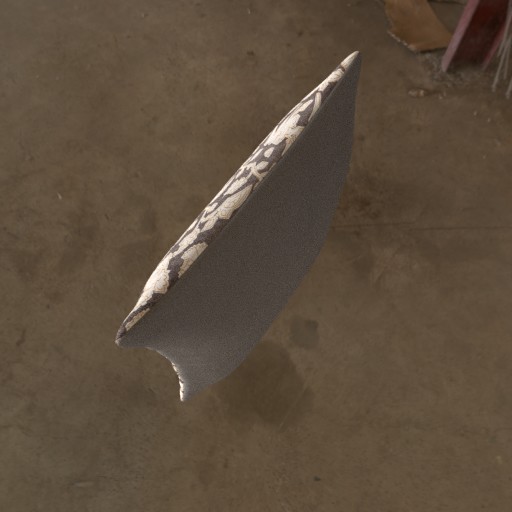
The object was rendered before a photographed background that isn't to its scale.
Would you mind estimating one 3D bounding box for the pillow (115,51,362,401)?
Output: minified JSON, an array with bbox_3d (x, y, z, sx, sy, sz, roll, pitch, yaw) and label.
[{"bbox_3d":[0.000,0.000,0.781,0.166,0.507,0.526,32,69,14],"label":"pillow"}]
